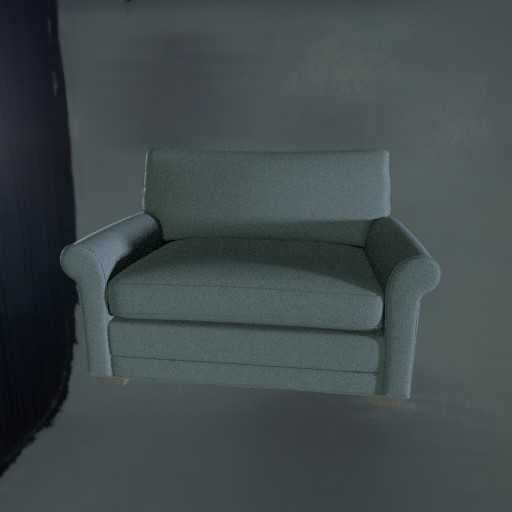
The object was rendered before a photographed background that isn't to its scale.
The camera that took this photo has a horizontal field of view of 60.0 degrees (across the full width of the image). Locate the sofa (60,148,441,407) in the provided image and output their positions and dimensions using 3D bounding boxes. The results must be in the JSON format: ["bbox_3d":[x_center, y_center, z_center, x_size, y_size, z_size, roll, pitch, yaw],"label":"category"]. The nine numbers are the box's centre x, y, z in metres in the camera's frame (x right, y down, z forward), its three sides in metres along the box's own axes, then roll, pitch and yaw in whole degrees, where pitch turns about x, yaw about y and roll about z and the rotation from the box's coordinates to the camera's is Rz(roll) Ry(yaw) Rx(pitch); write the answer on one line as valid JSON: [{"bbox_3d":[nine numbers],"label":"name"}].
[{"bbox_3d":[0.000,0.000,2.055,1.410,0.953,0.940,2,15,7],"label":"sofa"}]
